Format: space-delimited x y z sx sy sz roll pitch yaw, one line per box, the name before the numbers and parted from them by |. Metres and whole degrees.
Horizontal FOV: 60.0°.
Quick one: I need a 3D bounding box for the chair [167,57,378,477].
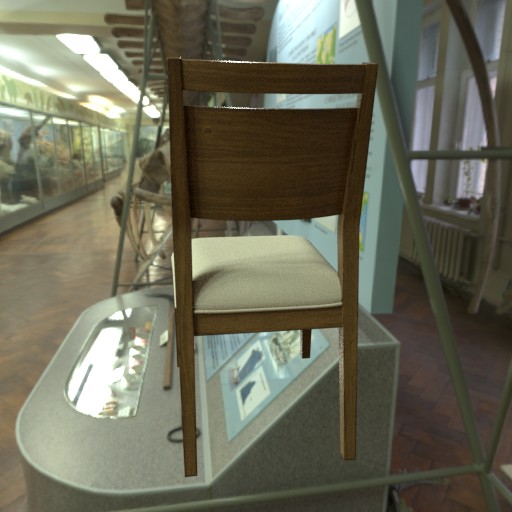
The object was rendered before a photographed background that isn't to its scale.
chair | 0.000 0.000 1.251 0.497 0.939 0.610 -2 14 -8
